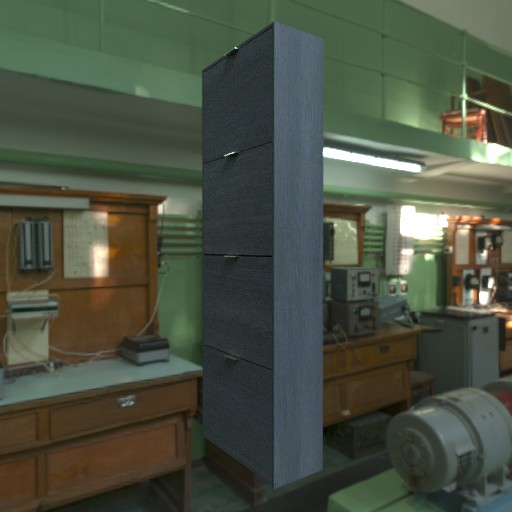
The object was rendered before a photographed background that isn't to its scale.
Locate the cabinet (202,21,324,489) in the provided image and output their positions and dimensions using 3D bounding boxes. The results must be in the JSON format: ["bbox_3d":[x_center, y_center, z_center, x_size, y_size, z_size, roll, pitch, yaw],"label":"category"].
[{"bbox_3d":[0.000,0.000,1.816,0.255,1.630,0.520,-1,1,-35],"label":"cabinet"}]
